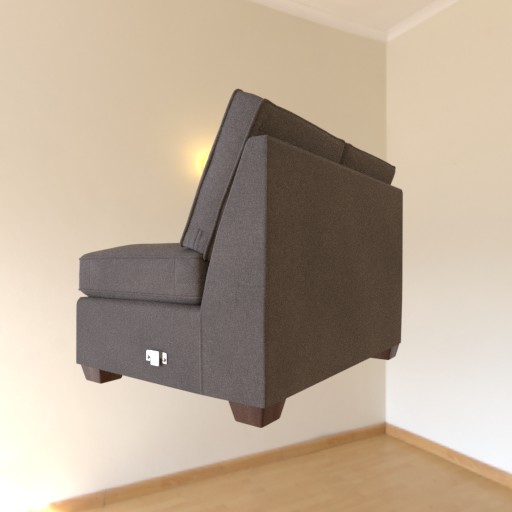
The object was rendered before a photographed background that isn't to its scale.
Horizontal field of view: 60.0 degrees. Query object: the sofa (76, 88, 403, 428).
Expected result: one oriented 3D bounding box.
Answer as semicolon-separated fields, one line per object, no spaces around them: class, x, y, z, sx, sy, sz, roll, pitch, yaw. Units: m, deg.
sofa;0.000;0.000;2.006;0.951;1.008;1.237;0;-1;36
